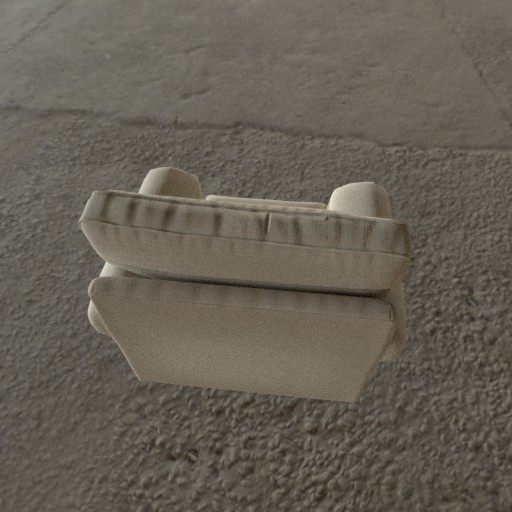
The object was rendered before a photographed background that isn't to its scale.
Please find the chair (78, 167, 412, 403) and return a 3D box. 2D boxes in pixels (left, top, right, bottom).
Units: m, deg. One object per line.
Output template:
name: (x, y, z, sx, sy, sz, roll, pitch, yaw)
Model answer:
chair: (0.000, 0.000, 1.823, 1.092, 0.961, 0.965, 5, 47, 4)
